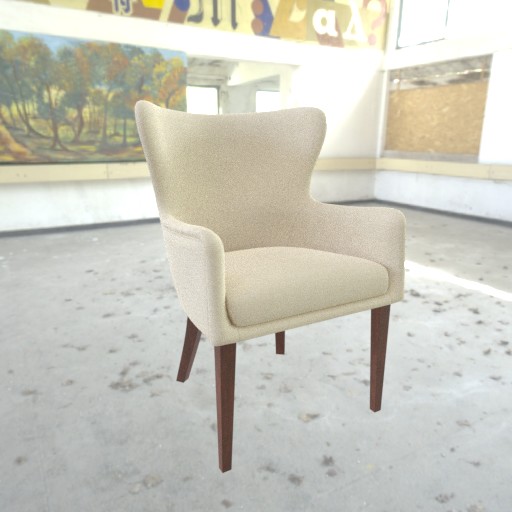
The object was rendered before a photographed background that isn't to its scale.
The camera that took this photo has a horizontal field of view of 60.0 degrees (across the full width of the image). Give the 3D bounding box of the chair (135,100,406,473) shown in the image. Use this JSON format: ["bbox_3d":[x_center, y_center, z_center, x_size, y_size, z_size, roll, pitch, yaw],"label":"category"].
[{"bbox_3d":[0.000,0.000,1.493,0.696,0.990,0.744,-8,17,-28],"label":"chair"}]
